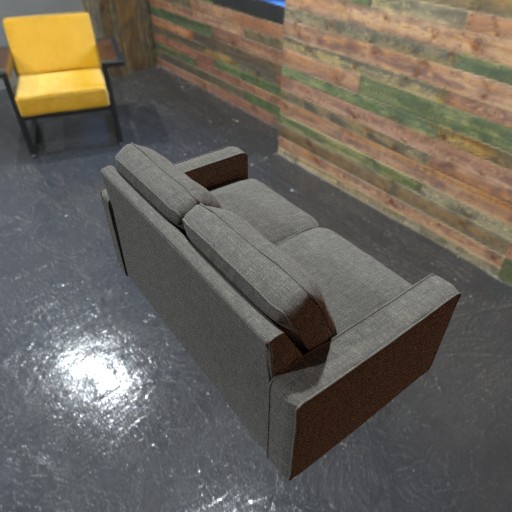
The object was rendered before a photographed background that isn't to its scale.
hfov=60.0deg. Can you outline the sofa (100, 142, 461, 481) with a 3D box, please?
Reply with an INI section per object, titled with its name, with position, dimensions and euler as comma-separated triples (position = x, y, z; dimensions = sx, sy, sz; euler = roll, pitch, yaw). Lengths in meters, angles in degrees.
[sofa]
position = 0.000, 0.000, 2.255
dimensions = 0.947, 0.918, 1.709
euler = -26, 46, -27
